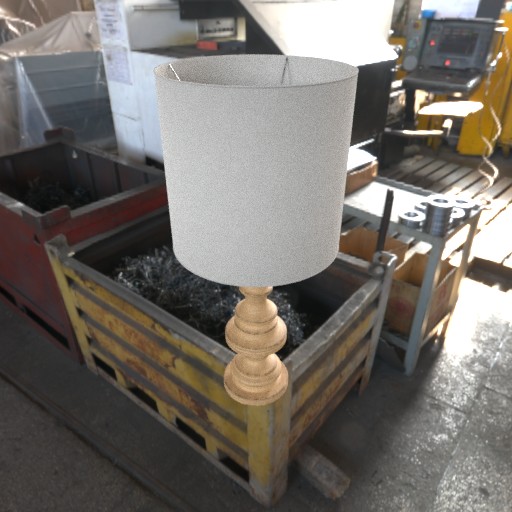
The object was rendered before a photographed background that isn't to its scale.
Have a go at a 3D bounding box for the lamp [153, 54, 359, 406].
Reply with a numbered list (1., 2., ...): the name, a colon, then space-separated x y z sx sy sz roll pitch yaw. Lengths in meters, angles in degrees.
1. lamp: 0.000 0.000 0.576 0.208 0.455 0.208 1 31 1
